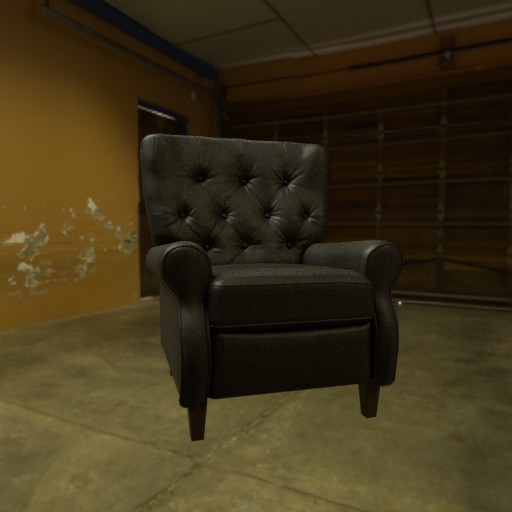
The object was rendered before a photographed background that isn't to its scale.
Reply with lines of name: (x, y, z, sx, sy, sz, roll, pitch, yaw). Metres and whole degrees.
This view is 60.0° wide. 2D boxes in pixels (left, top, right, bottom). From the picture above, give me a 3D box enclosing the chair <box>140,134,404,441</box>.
chair: (0.000, 0.000, 1.925, 0.948, 1.158, 1.058, -1, 3, -16)
